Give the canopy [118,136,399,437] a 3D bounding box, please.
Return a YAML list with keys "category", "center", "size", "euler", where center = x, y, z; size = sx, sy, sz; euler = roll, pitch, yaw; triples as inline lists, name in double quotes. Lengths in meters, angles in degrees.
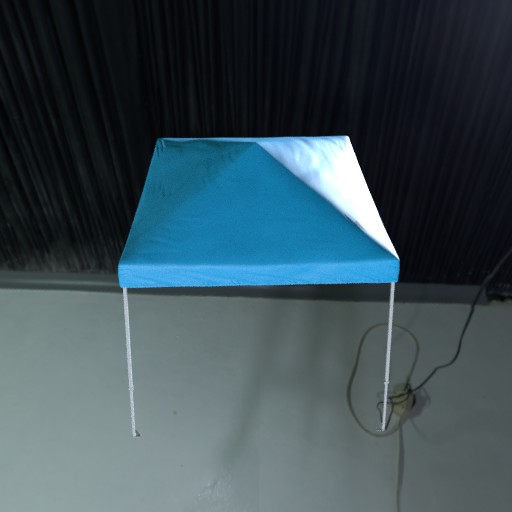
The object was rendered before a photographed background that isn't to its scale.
- category: "canopy"
  center: [0.000, 0.000, 5.157]
  size: [2.848, 2.849, 2.849]
  euler: [-1, 41, -1]
